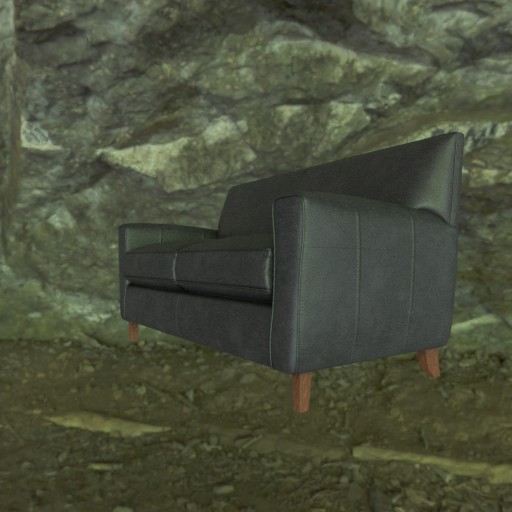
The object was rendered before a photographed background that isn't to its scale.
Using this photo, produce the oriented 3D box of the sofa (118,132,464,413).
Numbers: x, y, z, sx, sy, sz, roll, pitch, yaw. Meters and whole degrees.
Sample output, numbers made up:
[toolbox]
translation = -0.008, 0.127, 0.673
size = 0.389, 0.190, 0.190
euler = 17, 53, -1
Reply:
[sofa]
translation = 0.000, 0.000, 1.944
size = 0.787, 0.871, 1.473
euler = 0, -1, -36
